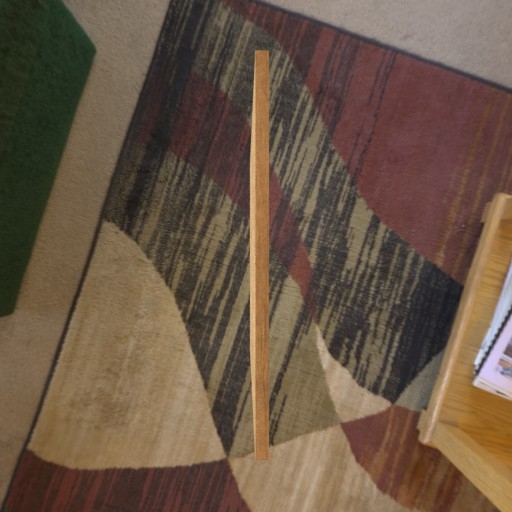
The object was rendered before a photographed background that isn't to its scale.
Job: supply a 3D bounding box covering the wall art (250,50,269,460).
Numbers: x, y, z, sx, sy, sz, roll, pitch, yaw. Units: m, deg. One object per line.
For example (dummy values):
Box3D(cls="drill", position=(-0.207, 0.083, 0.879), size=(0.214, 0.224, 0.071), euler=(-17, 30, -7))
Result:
Box3D(cls="wall art", position=(0.000, 0.000, 0.919), size=(0.018, 0.686, 0.534), euler=(0, 90, -1))
